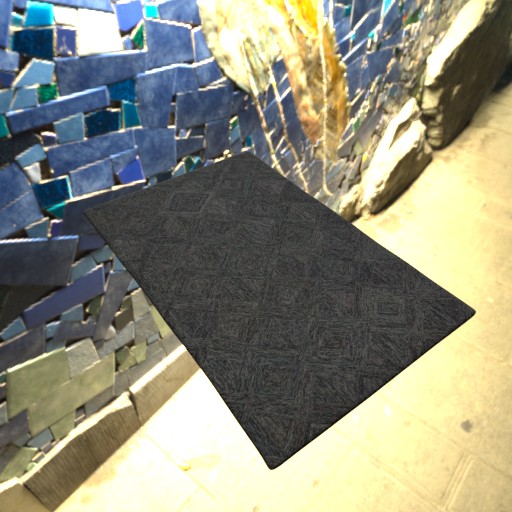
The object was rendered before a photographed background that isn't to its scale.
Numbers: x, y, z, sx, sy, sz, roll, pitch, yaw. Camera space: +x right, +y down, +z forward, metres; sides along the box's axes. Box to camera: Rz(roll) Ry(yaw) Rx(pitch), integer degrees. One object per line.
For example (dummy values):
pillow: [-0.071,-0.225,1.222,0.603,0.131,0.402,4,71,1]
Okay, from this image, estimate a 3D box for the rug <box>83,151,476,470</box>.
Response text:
rug: [0.000,0.000,2.222,1.158,0.013,1.752,-26,49,-26]
